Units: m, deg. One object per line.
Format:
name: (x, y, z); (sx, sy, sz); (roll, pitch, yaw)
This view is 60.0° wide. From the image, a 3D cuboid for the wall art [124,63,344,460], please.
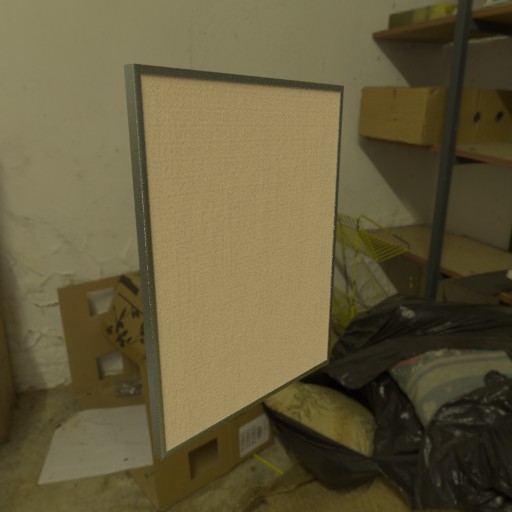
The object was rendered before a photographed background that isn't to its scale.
wall art: (0.000, 0.000, 1.415); (0.803, 1.062, 0.041); (-15, 22, -42)
